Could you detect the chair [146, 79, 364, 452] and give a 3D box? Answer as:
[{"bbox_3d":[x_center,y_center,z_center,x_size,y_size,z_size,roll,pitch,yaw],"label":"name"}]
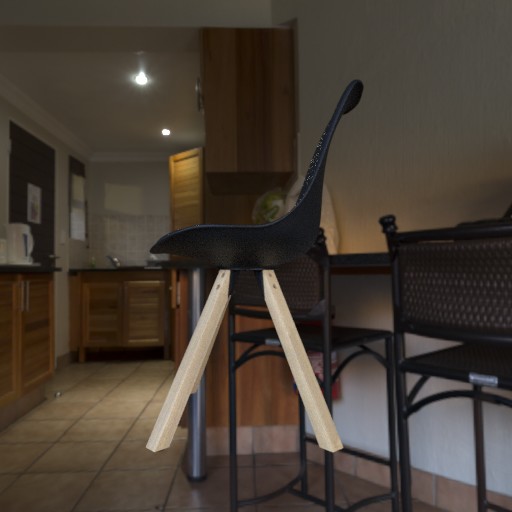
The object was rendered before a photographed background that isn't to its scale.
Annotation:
[{"bbox_3d":[0.000,0.000,1.178,0.549,0.850,0.485,0,-1,0],"label":"chair"}]
